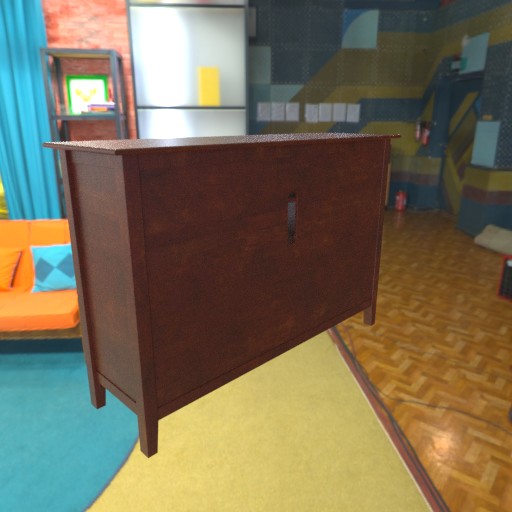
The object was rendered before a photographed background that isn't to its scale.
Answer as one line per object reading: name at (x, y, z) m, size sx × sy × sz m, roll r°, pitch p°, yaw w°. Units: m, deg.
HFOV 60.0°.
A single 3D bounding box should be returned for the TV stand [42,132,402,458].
TV stand at (0.000, 0.000, 1.775) m, size 0.445 × 0.915 × 1.372 m, roll 16°, pitch 24°, yaw 42°
